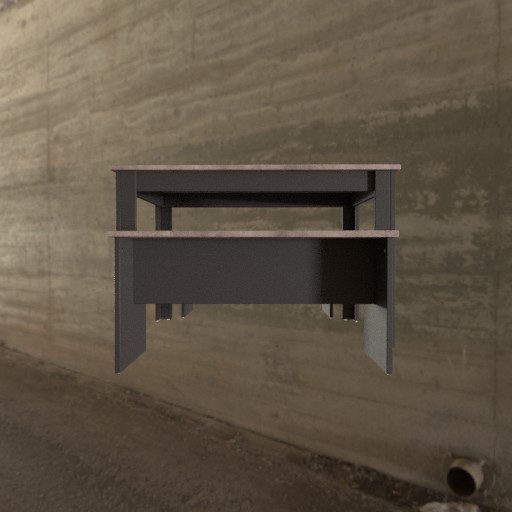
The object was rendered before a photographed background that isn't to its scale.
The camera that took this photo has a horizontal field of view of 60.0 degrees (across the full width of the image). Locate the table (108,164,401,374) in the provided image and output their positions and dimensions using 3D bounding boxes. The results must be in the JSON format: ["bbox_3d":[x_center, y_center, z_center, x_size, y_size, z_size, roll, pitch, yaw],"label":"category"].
[{"bbox_3d":[0.000,0.000,2.038,1.100,0.700,1.443,0,1,1],"label":"table"}]
